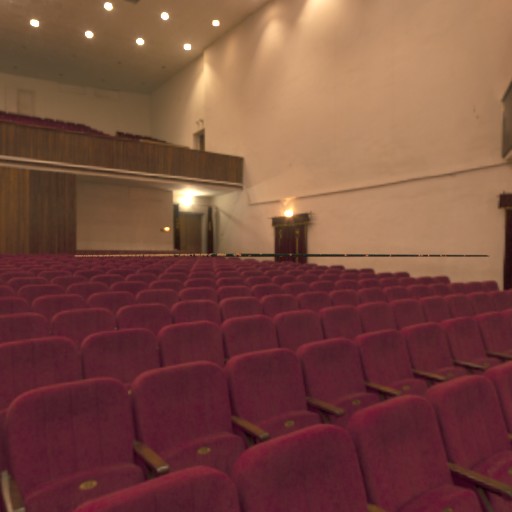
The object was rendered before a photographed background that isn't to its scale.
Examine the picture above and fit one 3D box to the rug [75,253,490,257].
[{"bbox_3d":[0.000,0.000,4.039,2.416,0.014,3.017,0,0,-36],"label":"rug"}]
